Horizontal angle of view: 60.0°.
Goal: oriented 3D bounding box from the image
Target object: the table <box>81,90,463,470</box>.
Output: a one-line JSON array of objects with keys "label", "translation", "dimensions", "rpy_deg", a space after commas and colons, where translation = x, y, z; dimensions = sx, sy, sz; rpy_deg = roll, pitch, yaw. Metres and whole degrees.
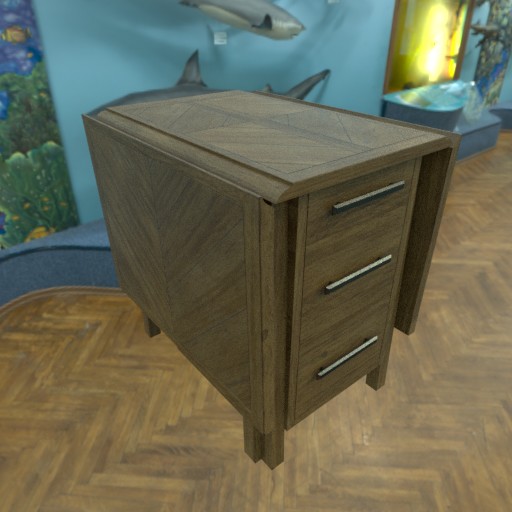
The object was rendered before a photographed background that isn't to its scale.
[{"label": "table", "translation": [0.000, 0.000, 1.271], "dimensions": [0.591, 0.763, 0.746], "rpy_deg": [-22, 36, -33]}]
